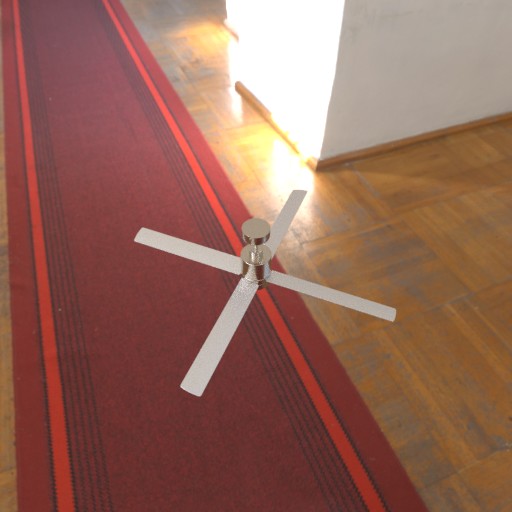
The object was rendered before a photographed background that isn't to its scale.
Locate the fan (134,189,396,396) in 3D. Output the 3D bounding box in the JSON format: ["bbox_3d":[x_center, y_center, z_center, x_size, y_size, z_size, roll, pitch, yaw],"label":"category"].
[{"bbox_3d":[0.000,0.000,2.029,1.322,0.355,1.322,17,50,15],"label":"fan"}]
